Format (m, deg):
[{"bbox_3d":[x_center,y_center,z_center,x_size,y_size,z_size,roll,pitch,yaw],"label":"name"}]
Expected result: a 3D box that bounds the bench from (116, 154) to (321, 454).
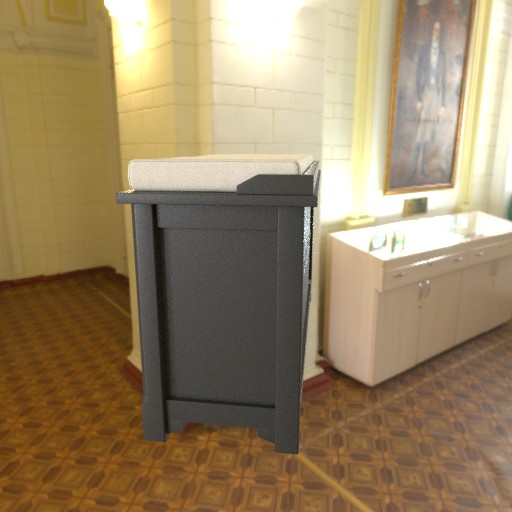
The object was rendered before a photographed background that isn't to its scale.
[{"bbox_3d":[0.000,0.000,1.255,0.345,0.561,0.973,2,14,8],"label":"bench"}]
